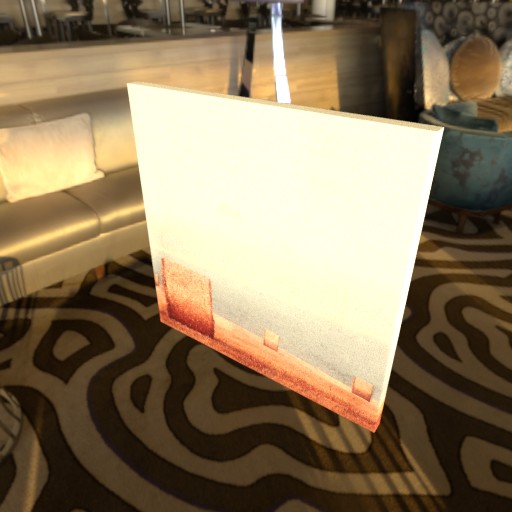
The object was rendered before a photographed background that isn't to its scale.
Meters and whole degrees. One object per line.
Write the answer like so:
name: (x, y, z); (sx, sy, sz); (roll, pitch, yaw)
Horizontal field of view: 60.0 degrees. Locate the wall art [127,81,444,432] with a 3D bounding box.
wall art: (0.000, 0.000, 0.896); (0.605, 0.605, 0.034); (20, 36, 30)
